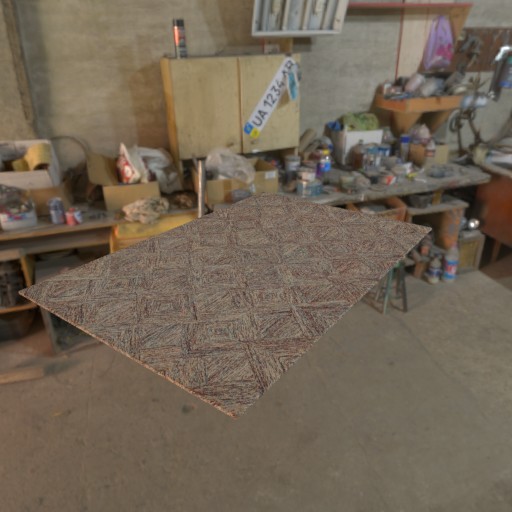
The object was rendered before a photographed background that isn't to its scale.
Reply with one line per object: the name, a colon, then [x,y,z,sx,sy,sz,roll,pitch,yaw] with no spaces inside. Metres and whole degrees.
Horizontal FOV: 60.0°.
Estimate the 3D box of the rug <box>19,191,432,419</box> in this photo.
rug: [0.000,0.000,2.830,1.523,0.019,2.285,17,30,33]
